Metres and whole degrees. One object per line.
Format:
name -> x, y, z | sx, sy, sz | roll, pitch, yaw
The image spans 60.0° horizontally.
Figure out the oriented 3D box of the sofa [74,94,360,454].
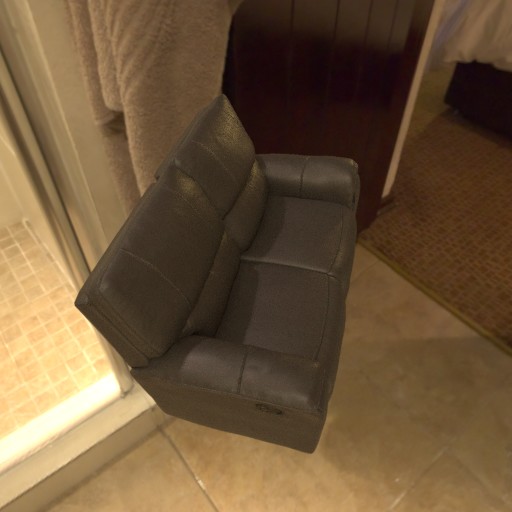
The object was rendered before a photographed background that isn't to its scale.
sofa -> 0.000, 0.000, 2.479 | 1.104, 1.111, 1.765 | 10, 47, 10
